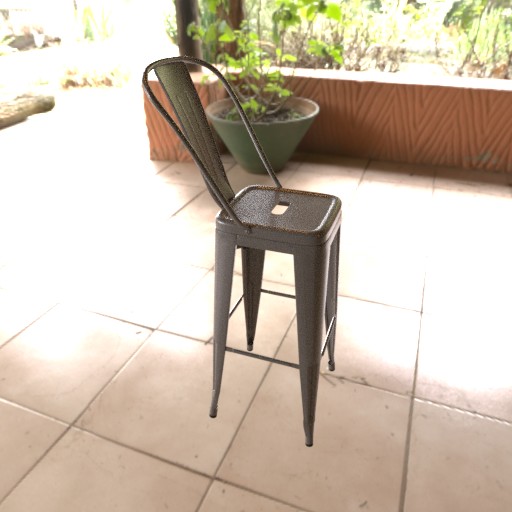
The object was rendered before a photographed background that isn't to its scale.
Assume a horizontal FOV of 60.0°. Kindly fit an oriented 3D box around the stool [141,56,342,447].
[{"bbox_3d":[0.000,0.000,1.354,0.513,1.096,0.399,10,31,17],"label":"stool"}]
